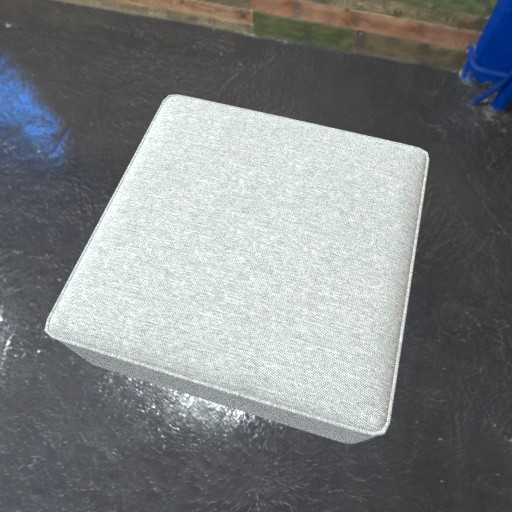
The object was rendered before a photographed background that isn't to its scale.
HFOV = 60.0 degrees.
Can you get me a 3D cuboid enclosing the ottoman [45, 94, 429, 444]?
[{"bbox_3d":[0.000,0.000,1.576,1.005,0.455,1.005,15,64,7],"label":"ottoman"}]
